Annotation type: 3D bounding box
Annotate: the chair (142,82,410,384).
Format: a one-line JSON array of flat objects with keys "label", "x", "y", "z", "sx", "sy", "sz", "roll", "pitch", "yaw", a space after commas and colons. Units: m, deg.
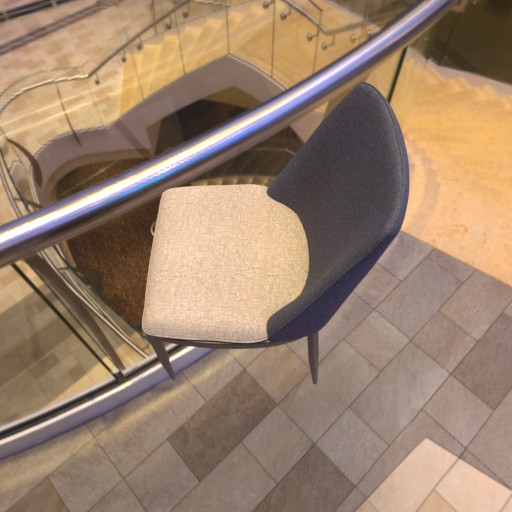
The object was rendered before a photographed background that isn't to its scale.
[{"label": "chair", "x": 0.000, "y": 0.000, "z": 1.162, "sx": 0.551, "sy": 0.839, "sz": 0.480, "roll": 0, "pitch": 59, "yaw": 0}]
